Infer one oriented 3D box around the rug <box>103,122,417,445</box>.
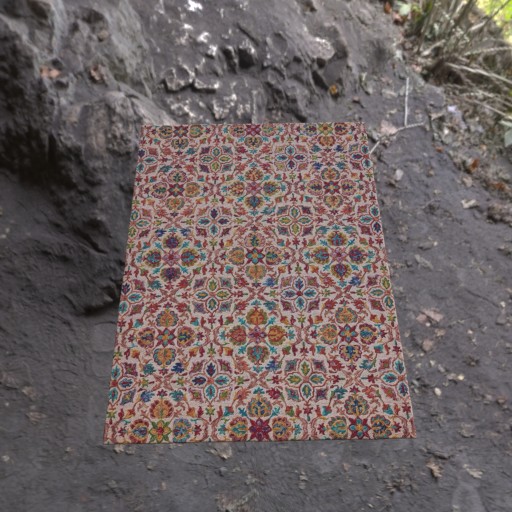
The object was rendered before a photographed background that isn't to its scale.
[{"bbox_3d":[0.000,0.000,4.146,2.446,0.020,3.215,-1,64,0],"label":"rug"}]
